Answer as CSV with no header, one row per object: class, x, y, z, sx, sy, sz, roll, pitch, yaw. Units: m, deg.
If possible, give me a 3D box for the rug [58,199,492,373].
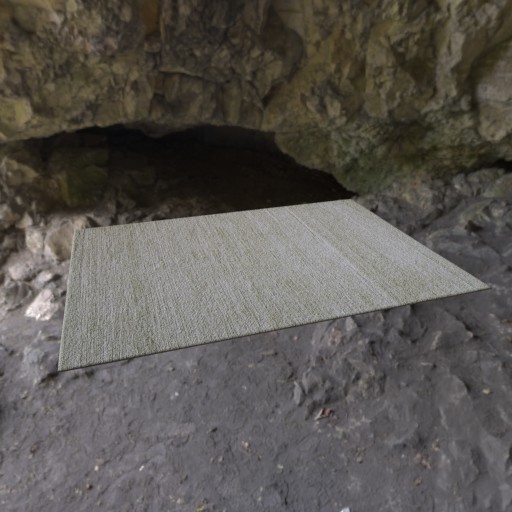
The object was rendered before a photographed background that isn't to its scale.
rug,0.000,0.000,2.859,2.270,0.017,1.606,-8,27,-16
